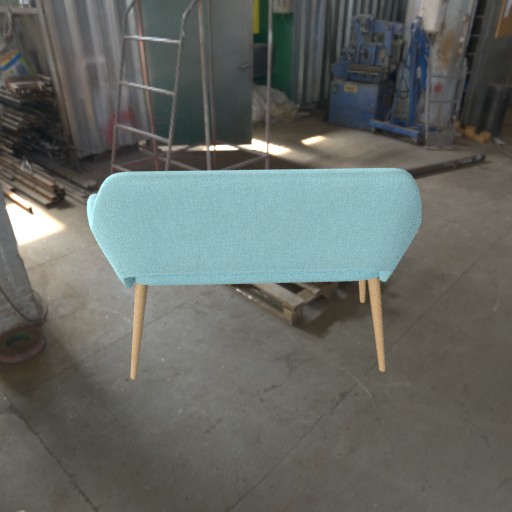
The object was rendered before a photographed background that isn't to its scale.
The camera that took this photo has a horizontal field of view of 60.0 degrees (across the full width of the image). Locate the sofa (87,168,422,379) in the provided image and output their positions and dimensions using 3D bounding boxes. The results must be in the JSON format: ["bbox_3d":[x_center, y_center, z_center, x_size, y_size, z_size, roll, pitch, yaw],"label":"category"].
[{"bbox_3d":[0.000,0.000,1.608,1.150,0.840,0.610,-1,30,-2],"label":"sofa"}]
